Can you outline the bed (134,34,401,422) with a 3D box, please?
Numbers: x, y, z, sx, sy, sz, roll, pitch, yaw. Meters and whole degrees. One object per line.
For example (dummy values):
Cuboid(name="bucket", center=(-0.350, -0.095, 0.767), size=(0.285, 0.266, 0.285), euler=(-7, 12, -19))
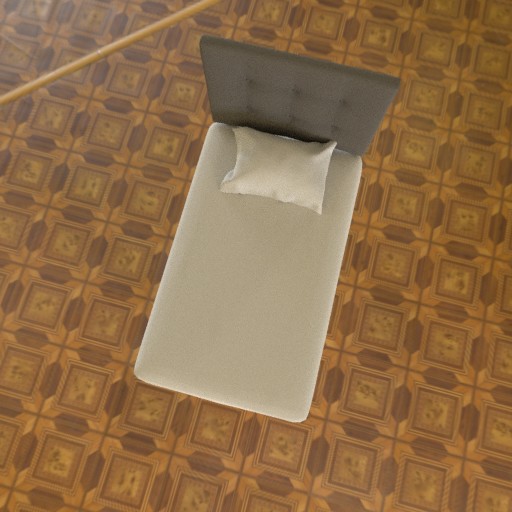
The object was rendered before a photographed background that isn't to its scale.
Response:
Cuboid(name="bed", center=(0.000, 0.000, 2.974), size=(1.261, 1.571, 1.997), euler=(14, 77, 3))
